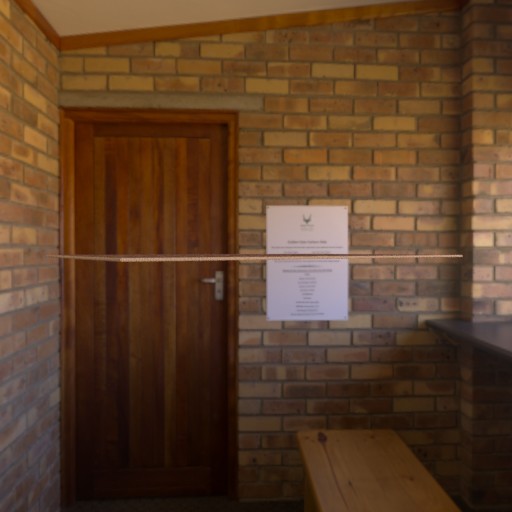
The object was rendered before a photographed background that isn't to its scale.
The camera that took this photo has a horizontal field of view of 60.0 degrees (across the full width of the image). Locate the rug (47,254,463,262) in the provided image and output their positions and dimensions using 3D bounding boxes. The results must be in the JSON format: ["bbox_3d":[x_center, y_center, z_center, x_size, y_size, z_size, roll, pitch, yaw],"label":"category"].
[{"bbox_3d":[0.000,0.000,2.902,2.290,0.014,1.526,0,1,-35],"label":"rug"}]
